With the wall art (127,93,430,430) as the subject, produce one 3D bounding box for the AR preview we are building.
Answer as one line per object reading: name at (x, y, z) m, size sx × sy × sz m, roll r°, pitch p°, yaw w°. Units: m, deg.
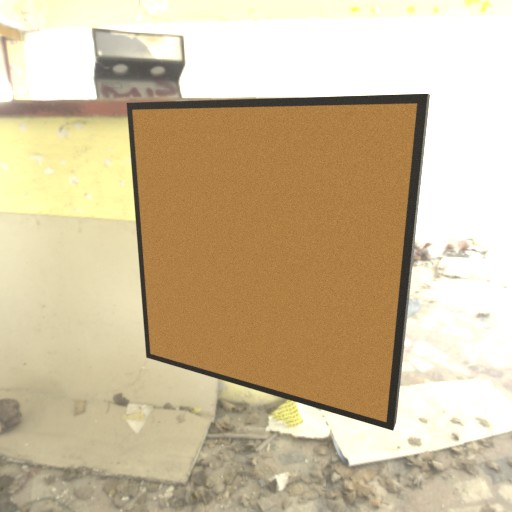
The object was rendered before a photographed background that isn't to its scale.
wall art at (0.000, 0.000, 1.142) m, size 0.763 × 0.763 × 0.038 m, roll 8°, pitch 18°, yaw 26°
